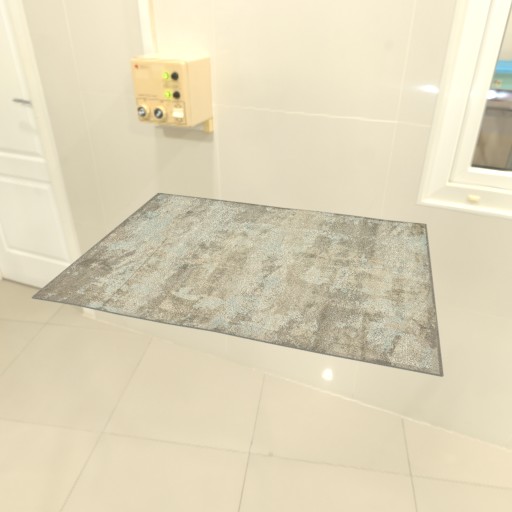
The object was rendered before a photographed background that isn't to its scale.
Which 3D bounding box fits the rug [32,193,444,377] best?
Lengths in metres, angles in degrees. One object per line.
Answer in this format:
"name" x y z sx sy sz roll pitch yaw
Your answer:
"rug" 0.000 0.000 4.372 3.307 0.013 2.393 8 32 13
